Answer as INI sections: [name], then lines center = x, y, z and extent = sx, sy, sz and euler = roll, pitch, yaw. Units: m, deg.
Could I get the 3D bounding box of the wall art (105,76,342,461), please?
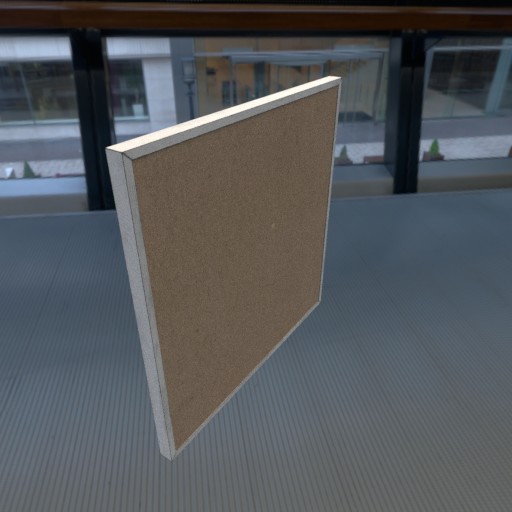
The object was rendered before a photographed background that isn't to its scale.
[wall art]
center = 0.000, 0.000, 1.140
extent = 0.038, 0.762, 0.762
euler = 20, 37, 29
